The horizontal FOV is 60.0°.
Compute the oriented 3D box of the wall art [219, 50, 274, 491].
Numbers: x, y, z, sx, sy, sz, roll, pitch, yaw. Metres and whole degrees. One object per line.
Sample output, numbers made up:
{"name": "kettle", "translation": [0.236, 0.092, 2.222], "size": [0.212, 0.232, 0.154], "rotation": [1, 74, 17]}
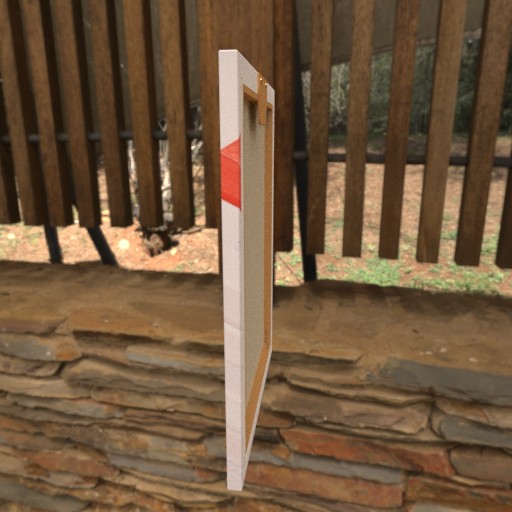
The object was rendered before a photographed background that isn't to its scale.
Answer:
{"name": "wall art", "translation": [0.000, 0.000, 1.338], "size": [0.045, 1.014, 0.759], "rotation": [2, 15, 7]}
